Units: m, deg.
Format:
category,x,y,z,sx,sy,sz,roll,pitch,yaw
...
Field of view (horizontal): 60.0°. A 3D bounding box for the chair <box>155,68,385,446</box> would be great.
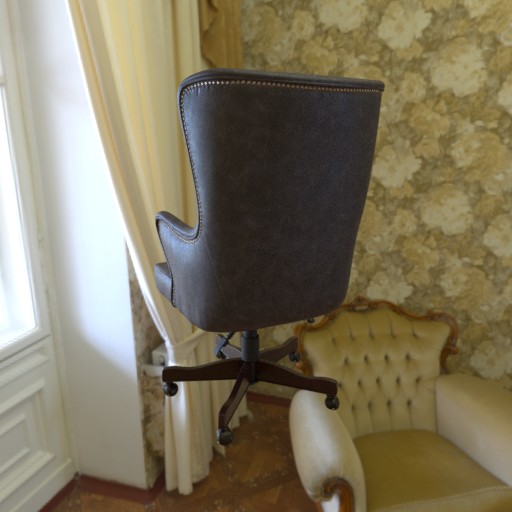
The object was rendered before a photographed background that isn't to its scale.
category,x,y,z,sx,sy,sz,roll,pitch,yaw
chair,0.000,0.000,1.451,0.594,1.037,0.717,-7,16,-26
